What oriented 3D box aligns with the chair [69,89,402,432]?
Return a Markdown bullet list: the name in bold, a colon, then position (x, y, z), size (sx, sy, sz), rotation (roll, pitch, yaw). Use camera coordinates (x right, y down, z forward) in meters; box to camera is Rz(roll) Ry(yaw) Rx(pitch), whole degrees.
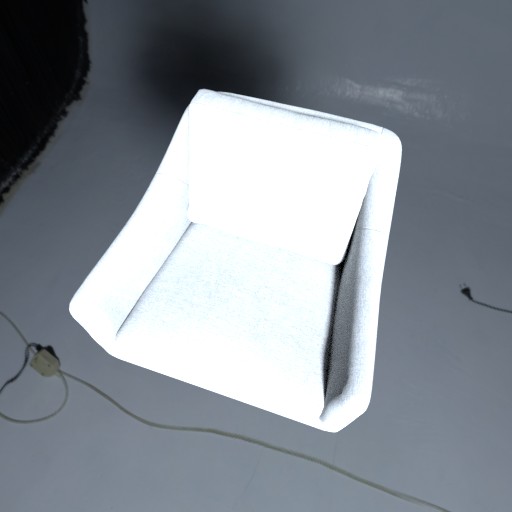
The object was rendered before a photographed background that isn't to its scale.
- **chair**: position (0.000, 0.000, 1.680), size (0.986, 0.902, 0.961), rotation (16, 60, 10)
